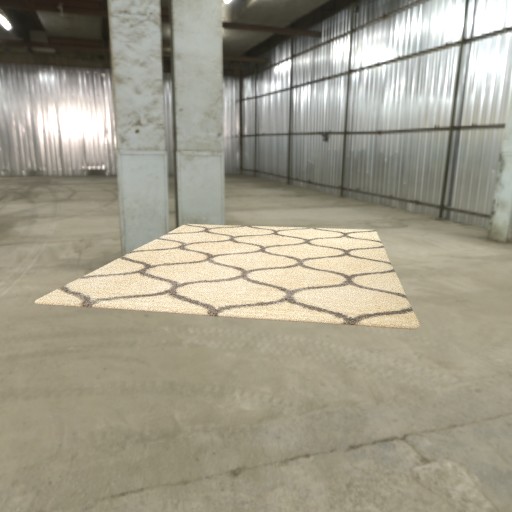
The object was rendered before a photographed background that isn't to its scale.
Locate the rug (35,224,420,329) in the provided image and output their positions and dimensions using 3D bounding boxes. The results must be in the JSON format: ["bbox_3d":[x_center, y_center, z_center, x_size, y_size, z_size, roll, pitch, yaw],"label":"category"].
[{"bbox_3d":[0.000,0.000,4.090,2.399,0.026,3.000,2,14,10],"label":"rug"}]
